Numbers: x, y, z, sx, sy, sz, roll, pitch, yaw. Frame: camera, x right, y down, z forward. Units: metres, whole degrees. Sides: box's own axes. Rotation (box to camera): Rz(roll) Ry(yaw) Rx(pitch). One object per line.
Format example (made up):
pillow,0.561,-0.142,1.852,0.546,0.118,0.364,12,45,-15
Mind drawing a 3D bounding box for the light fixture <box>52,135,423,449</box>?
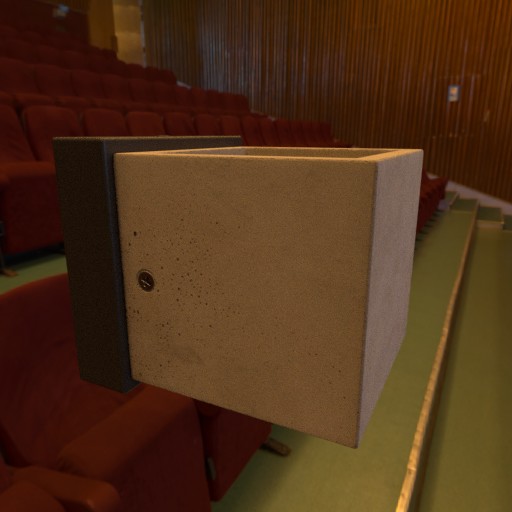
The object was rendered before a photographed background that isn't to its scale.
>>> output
light fixture,0.000,0.000,0.232,0.143,0.121,0.121,8,17,26
